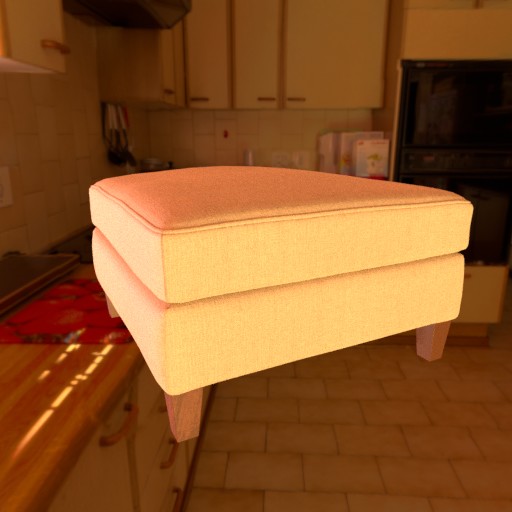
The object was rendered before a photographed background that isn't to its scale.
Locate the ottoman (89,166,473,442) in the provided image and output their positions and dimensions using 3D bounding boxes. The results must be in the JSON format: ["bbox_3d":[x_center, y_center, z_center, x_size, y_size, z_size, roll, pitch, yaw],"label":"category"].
[{"bbox_3d":[0.000,0.000,1.329,0.838,0.503,0.838,-8,17,-27],"label":"ottoman"}]
